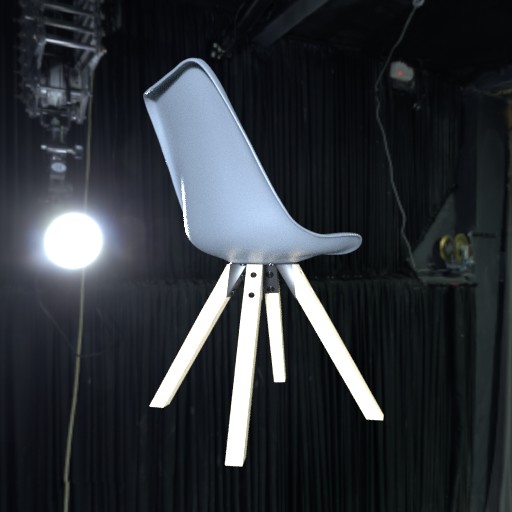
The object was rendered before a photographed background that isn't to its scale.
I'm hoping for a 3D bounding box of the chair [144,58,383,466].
[{"bbox_3d":[0.000,0.000,1.187,0.550,0.850,0.485,0,1,-35],"label":"chair"}]
